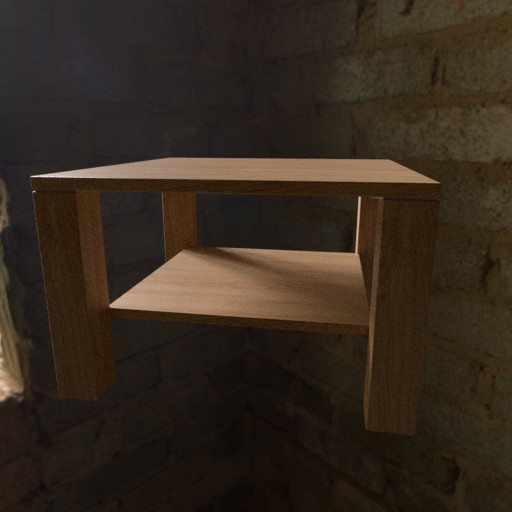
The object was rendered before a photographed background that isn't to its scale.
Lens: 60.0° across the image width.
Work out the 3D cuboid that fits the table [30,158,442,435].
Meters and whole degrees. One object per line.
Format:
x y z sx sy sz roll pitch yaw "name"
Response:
0.000 0.000 1.127 0.700 0.450 0.700 3 15 10 "table"
